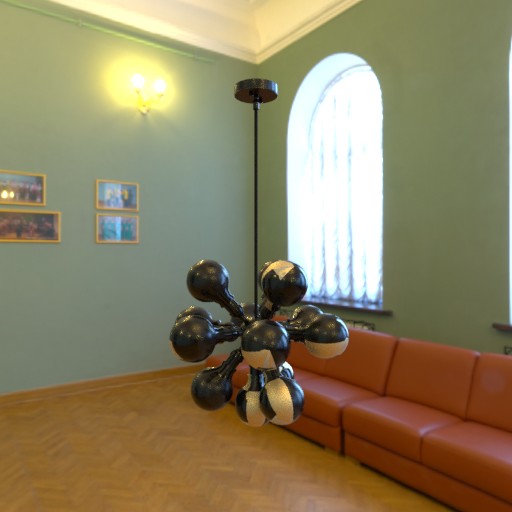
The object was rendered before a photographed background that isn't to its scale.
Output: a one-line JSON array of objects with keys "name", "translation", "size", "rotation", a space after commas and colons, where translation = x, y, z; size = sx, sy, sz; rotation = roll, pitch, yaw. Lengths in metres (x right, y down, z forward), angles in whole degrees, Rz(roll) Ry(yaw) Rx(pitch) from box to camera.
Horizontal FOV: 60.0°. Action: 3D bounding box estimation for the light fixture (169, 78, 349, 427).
[{"name": "light fixture", "translation": [0.000, 0.000, 1.125], "size": [0.468, 0.859, 0.420], "rotation": [0, 0, -37]}]
